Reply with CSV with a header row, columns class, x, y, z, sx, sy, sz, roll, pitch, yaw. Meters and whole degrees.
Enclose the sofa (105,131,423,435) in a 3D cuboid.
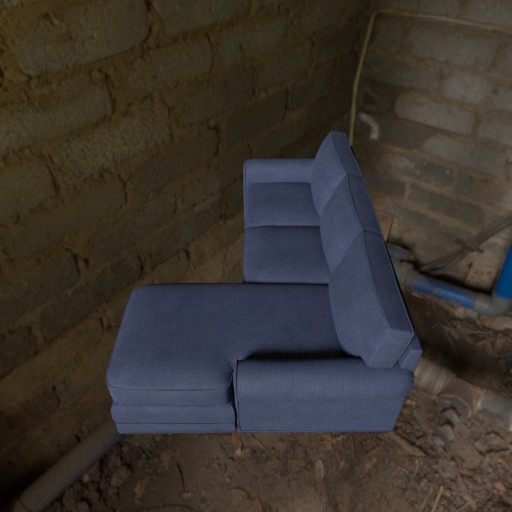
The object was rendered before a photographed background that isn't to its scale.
class,x,y,z,sx,sy,sz,roll,pitch,yaw
sofa,0.000,0.000,3.446,1.780,1.063,2.567,0,41,0
